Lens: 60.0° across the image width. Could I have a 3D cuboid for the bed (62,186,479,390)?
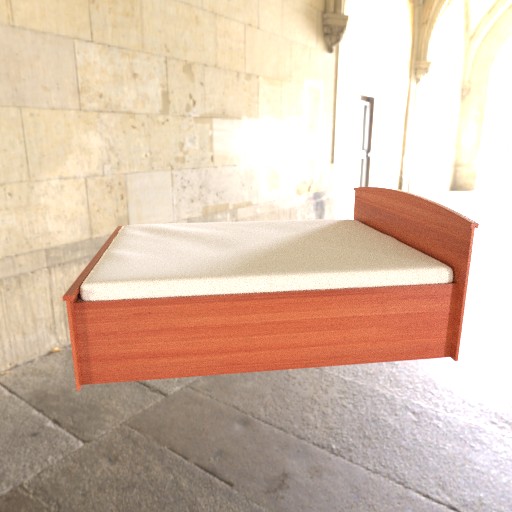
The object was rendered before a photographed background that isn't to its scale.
[{"bbox_3d":[0.000,0.000,3.009,2.053,0.848,1.683,-2,15,-8],"label":"bed"}]
